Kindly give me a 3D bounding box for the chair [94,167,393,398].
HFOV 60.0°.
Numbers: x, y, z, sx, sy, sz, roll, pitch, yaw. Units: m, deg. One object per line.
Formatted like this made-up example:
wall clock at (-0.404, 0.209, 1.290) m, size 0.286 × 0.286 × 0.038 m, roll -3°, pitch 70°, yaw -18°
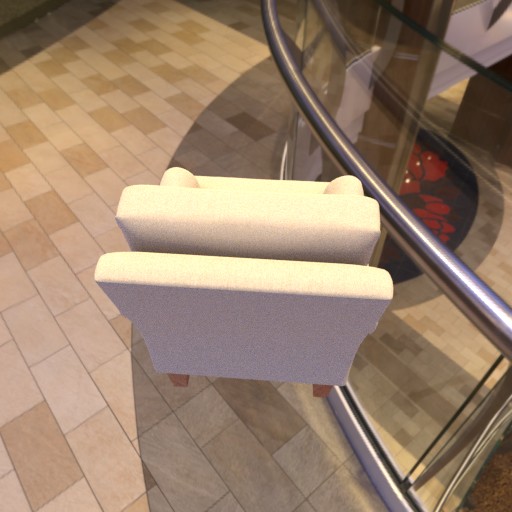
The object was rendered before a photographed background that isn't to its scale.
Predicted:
chair at (0.000, 0.000, 1.887) m, size 0.895 × 1.076 × 1.078 m, roll 3°, pitch 47°, yaw 3°
